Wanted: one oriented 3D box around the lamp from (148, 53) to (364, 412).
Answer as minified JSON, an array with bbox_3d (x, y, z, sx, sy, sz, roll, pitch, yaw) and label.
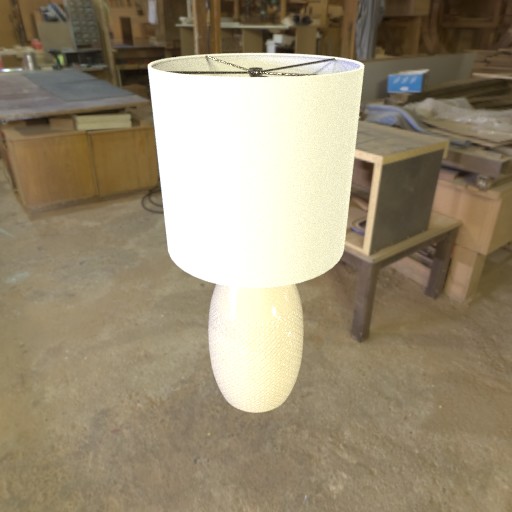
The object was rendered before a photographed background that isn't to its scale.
[{"bbox_3d":[0.000,0.000,0.564,0.217,0.453,0.217,-18,34,-29],"label":"lamp"}]
